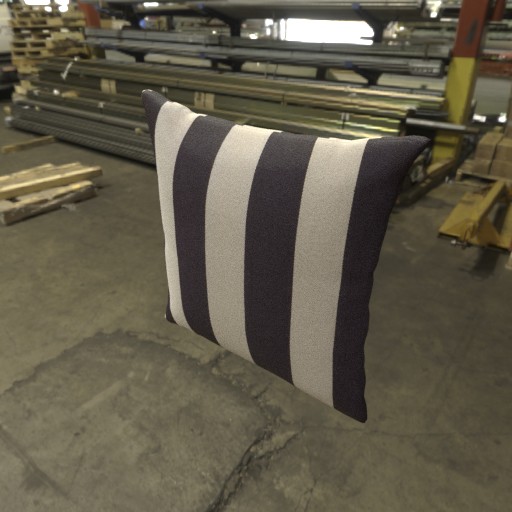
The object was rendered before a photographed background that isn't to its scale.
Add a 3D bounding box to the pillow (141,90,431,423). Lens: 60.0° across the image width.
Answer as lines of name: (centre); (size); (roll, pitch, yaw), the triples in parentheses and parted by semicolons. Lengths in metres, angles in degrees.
pillow: (0.000, 0.000, 0.808); (0.536, 0.526, 0.189); (20, 36, 31)
